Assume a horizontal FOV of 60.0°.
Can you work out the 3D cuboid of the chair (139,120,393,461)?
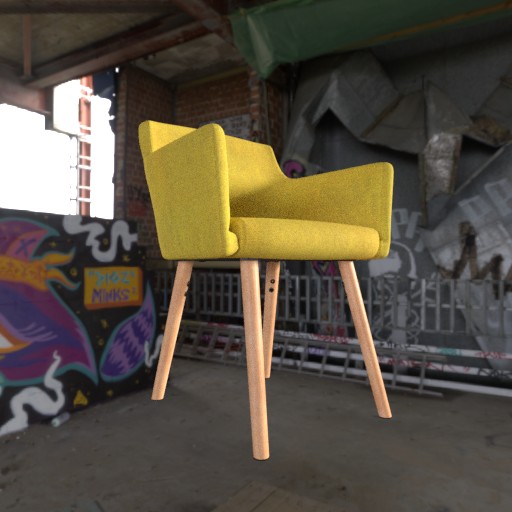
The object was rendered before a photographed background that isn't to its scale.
[{"bbox_3d":[0.000,0.000,1.179,0.570,0.780,0.570,1,-1,-37],"label":"chair"}]
